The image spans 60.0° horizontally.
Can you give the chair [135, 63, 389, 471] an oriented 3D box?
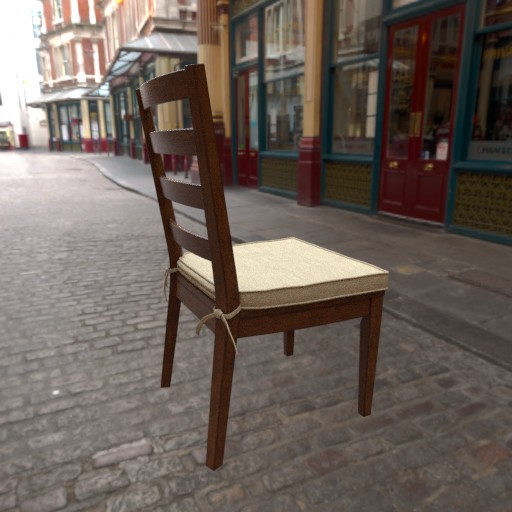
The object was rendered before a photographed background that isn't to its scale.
[{"bbox_3d":[0.000,0.000,1.345,0.595,0.979,0.593,-7,16,-26],"label":"chair"}]
